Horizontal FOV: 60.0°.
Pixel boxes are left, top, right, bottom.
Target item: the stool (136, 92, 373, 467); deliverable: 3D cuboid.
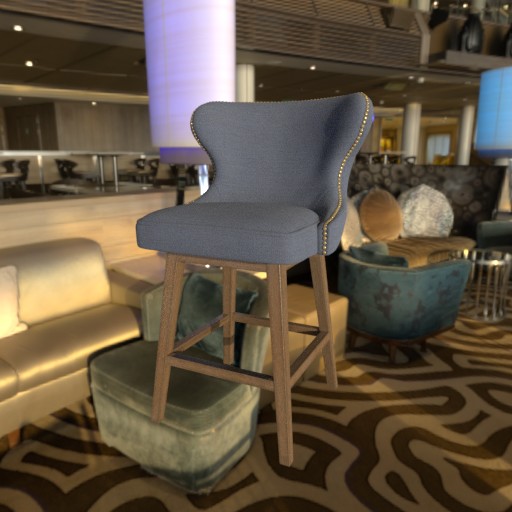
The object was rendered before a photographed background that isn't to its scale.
[{"bbox_3d":[0.000,0.000,1.371,0.615,0.972,0.597,6,14,26],"label":"stool"}]
